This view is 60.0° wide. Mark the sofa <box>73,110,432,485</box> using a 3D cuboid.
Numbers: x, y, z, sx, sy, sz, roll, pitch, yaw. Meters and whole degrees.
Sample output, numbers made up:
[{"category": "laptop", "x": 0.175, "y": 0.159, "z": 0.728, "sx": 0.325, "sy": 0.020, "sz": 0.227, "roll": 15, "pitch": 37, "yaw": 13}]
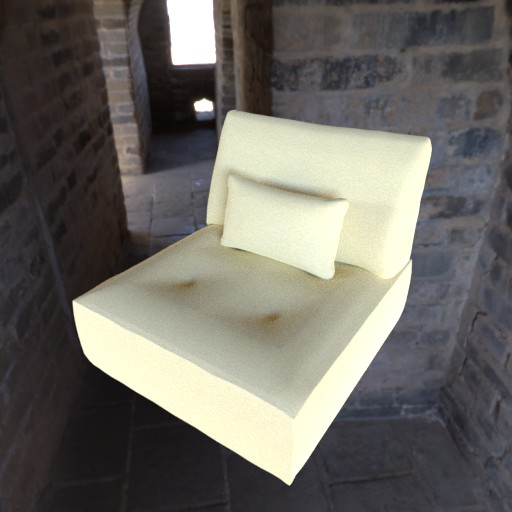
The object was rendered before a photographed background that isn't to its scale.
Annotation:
[{"category": "sofa", "x": 0.000, "y": 0.000, "z": 1.661, "sx": 0.930, "sy": 0.820, "sz": 1.000, "roll": 18, "pitch": 34, "yaw": 29}]
